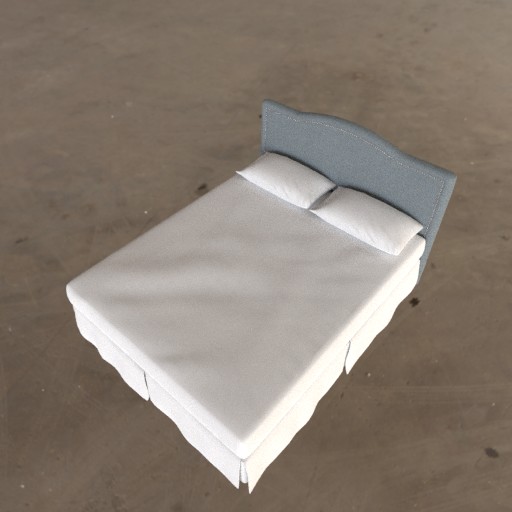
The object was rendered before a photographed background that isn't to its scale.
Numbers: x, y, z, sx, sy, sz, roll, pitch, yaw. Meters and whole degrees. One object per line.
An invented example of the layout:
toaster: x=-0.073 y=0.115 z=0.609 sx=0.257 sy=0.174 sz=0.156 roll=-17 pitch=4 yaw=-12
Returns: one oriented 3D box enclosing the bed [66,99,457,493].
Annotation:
bed: x=0.000 y=0.000 z=3.836 sx=2.161 sy=1.457 sz=2.689 roll=32 pitch=53 yaw=28
